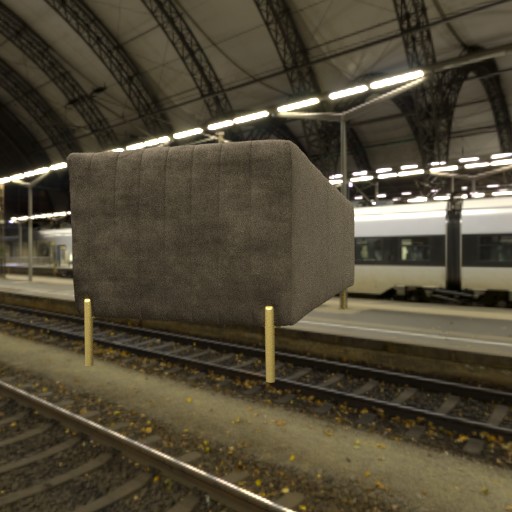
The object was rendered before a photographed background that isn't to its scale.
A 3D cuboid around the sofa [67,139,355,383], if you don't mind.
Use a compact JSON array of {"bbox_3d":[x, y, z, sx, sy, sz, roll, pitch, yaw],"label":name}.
[{"bbox_3d":[0.000,0.000,2.405,0.876,0.780,1.980,0,0,18],"label":"sofa"}]
